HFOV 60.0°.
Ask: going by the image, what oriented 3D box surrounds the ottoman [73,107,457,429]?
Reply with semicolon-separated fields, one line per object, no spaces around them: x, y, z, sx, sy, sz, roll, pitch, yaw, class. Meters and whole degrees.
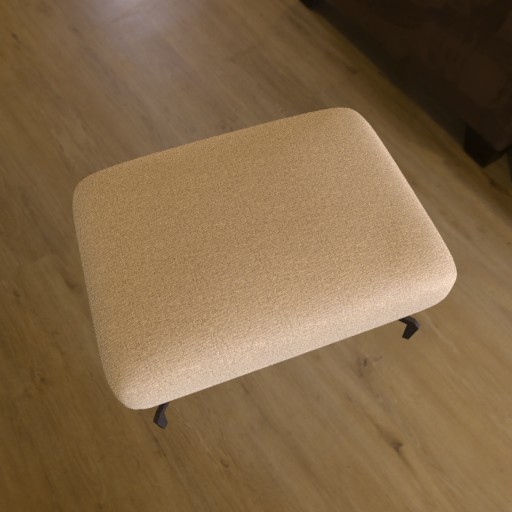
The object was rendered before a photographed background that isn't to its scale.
0.000;0.000;1.101;0.772;0.420;0.568;-18;64;-9;ottoman
